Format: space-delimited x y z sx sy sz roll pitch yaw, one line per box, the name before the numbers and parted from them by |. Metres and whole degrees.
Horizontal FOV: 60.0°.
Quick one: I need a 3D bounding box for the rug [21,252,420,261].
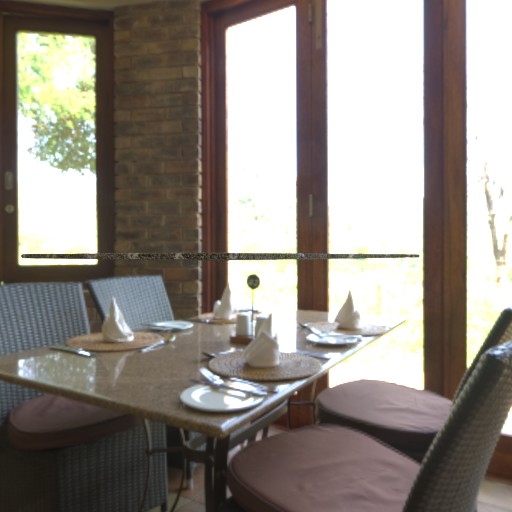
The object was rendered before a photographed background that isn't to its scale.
rug | 0.000 0.000 3.035 1.524 0.030 2.438 0 0 36
